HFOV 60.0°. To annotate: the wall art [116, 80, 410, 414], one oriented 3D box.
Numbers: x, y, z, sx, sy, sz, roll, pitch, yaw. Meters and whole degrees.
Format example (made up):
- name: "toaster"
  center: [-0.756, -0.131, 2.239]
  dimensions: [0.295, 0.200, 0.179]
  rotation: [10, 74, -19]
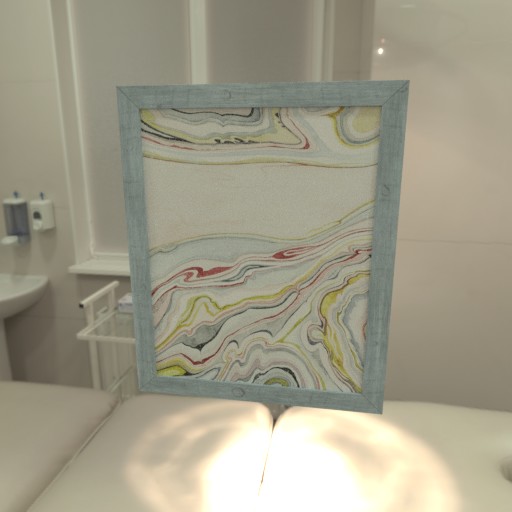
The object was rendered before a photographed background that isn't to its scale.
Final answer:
- name: "wall art"
  center: [0.000, 0.000, 0.798]
  dimensions: [0.479, 0.582, 0.022]
  rotation: [2, 15, 9]
